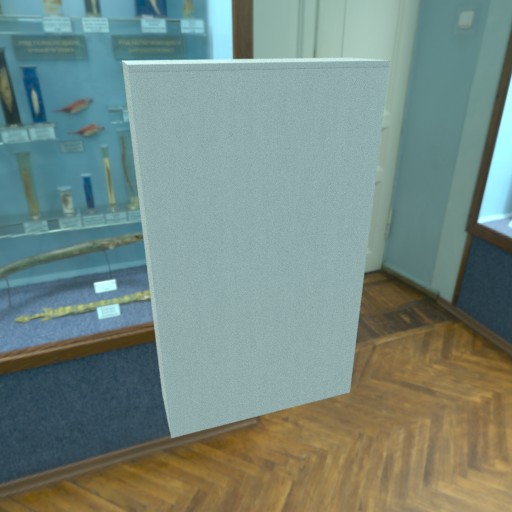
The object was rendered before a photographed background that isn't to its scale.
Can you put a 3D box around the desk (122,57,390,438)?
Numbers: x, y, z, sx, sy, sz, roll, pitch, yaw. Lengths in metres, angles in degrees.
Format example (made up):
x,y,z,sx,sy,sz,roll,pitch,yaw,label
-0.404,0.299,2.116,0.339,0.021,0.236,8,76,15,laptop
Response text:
x,y,z,sx,sy,sz,roll,pitch,yaw,label
0.000,0.000,1.585,0.750,1.280,0.250,-8,27,-17,desk
